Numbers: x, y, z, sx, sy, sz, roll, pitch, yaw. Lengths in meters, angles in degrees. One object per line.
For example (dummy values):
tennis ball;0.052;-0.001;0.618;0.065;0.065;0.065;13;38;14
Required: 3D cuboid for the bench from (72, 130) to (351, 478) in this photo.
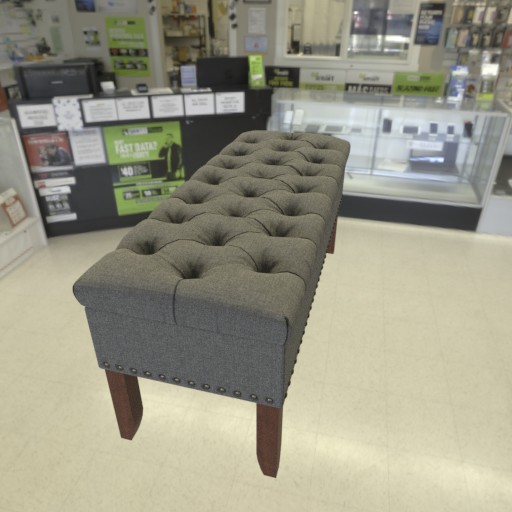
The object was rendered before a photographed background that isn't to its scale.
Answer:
bench;0.000;0.000;1.293;0.417;0.470;1.052;8;32;13
